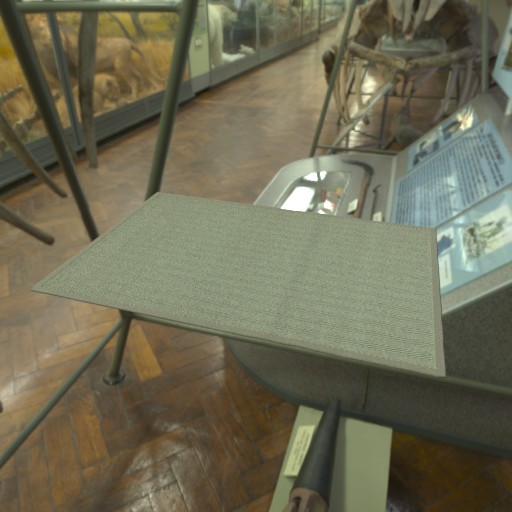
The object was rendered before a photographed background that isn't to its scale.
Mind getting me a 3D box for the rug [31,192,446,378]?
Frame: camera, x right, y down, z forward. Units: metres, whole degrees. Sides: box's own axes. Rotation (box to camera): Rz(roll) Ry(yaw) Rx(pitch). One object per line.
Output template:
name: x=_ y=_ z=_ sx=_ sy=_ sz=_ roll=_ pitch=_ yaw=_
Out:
rug: x=0.000 y=0.000 z=2.923 sx=2.290 sy=0.021 sz=1.540 roll=9 pitch=32 yaw=15
